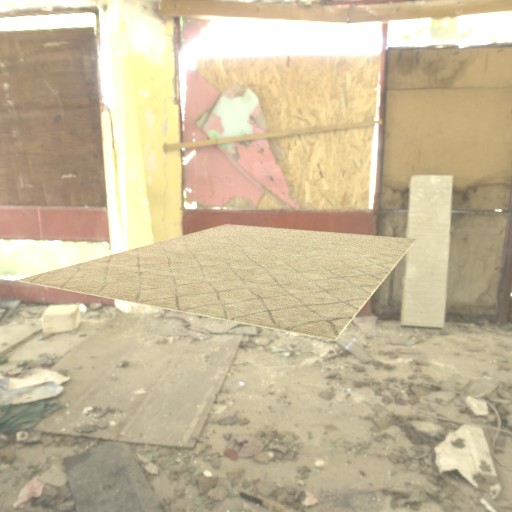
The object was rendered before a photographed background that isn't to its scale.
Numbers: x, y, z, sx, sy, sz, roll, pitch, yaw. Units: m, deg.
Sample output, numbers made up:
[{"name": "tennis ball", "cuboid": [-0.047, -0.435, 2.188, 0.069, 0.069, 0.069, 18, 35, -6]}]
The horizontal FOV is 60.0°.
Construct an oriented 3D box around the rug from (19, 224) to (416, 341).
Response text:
[{"name": "rug", "cuboid": [0.000, 0.000, 4.083, 2.420, 0.019, 3.038, 6, 14, 26]}]
